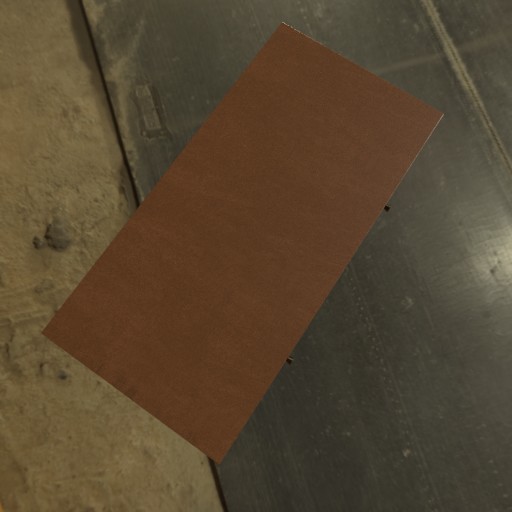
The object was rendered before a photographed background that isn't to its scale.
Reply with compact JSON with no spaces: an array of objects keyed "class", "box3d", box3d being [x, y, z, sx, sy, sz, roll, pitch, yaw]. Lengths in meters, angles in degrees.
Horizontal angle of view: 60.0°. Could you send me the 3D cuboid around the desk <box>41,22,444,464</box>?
[{"class":"desk","box3d":[0.000,0.000,1.383,0.510,0.758,0.949,33,79,7]}]
